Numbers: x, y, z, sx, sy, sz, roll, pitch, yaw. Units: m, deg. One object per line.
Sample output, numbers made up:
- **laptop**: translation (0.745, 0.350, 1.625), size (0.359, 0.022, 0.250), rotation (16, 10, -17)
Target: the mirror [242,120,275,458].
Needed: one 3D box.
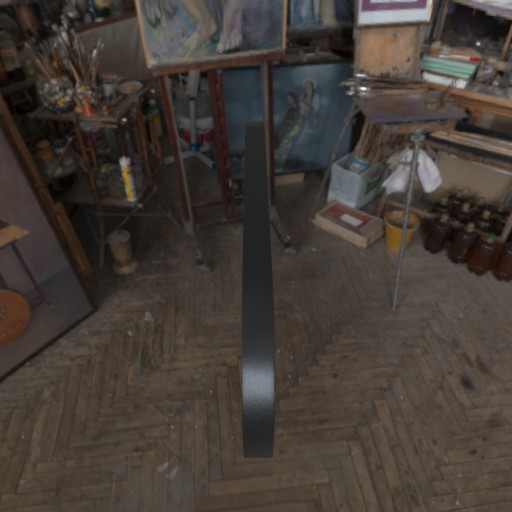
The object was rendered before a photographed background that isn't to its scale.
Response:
- **mirror**: translation (0.000, 0.000, 0.669), size (0.032, 0.254, 0.584), rotation (0, 42, 0)
